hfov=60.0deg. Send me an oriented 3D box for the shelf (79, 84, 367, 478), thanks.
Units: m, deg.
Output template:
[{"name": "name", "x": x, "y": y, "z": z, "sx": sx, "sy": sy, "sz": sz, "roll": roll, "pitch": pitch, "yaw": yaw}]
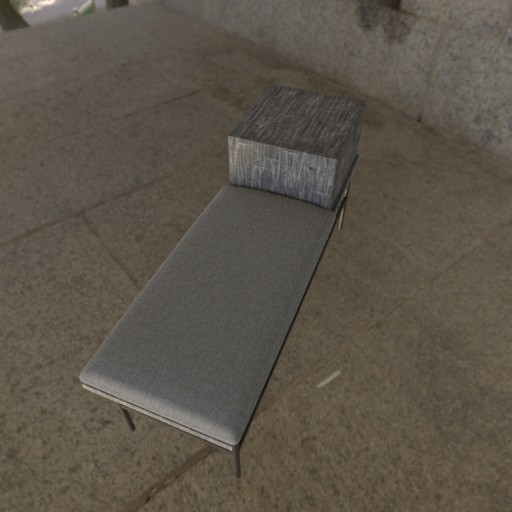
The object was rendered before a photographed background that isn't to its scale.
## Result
[{"name": "shelf", "x": 0.000, "y": 0.000, "z": 1.584, "sx": 0.457, "sy": 0.633, "sz": 1.342, "roll": 16, "pitch": 48, "yaw": 15}]
